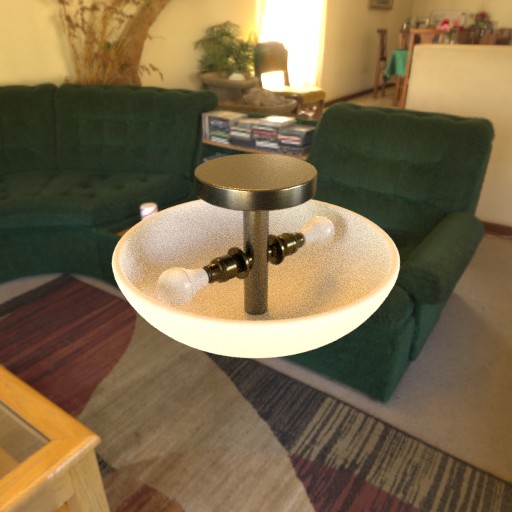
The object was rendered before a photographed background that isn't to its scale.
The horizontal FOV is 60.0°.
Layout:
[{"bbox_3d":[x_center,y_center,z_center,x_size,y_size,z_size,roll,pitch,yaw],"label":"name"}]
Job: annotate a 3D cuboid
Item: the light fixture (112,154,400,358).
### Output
[{"bbox_3d":[0.000,0.000,0.536,0.330,0.214,0.330,0,28,0],"label":"light fixture"}]
